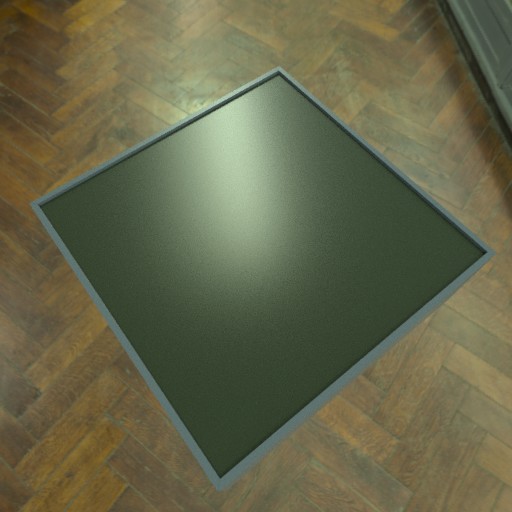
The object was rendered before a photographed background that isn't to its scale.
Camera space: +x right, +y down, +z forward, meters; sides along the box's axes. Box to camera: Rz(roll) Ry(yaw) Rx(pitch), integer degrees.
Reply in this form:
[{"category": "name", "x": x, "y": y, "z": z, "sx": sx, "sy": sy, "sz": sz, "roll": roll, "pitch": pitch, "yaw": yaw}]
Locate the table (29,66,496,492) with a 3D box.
[{"category": "table", "x": 0.000, "y": 0.000, "z": 1.199, "sx": 0.801, "sy": 0.299, "sz": 0.801, "roll": -35, "pitch": 68, "yaw": -16}]
